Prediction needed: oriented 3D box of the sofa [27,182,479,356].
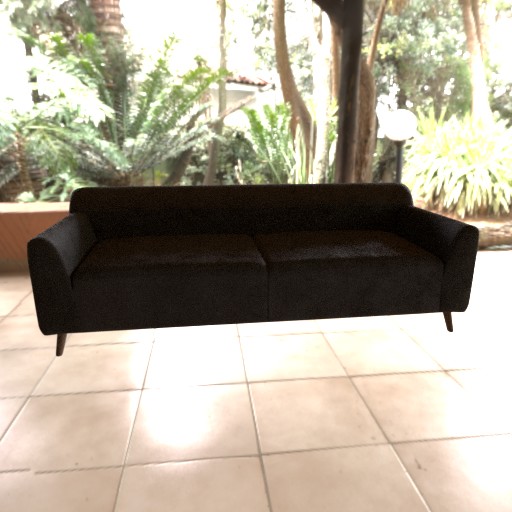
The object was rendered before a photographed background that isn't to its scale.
[{"bbox_3d":[0.000,0.000,2.581,2.190,0.740,0.900,-2,15,-7],"label":"sofa"}]
